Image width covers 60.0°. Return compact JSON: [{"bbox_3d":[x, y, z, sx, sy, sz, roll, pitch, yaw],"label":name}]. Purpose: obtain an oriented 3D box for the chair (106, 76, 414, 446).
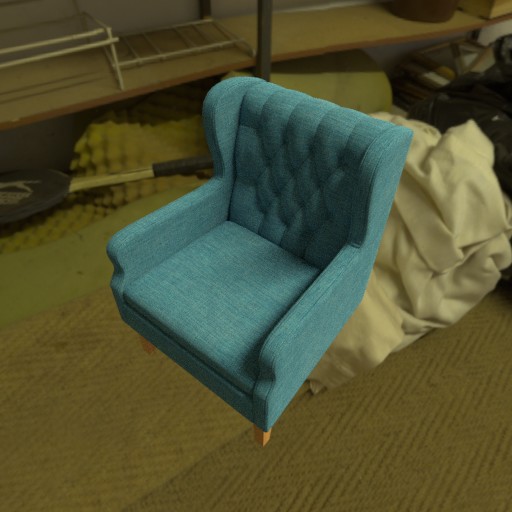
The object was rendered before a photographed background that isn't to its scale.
[{"bbox_3d":[0.000,0.000,1.569,0.711,0.952,0.775,30,51,27],"label":"chair"}]
